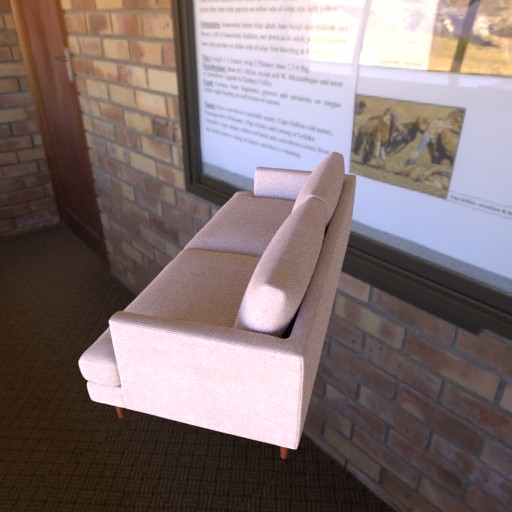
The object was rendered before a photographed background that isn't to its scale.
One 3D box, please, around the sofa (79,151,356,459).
[{"bbox_3d":[0.000,0.000,2.786,1.020,0.868,2.250,8,29,14],"label":"sofa"}]
